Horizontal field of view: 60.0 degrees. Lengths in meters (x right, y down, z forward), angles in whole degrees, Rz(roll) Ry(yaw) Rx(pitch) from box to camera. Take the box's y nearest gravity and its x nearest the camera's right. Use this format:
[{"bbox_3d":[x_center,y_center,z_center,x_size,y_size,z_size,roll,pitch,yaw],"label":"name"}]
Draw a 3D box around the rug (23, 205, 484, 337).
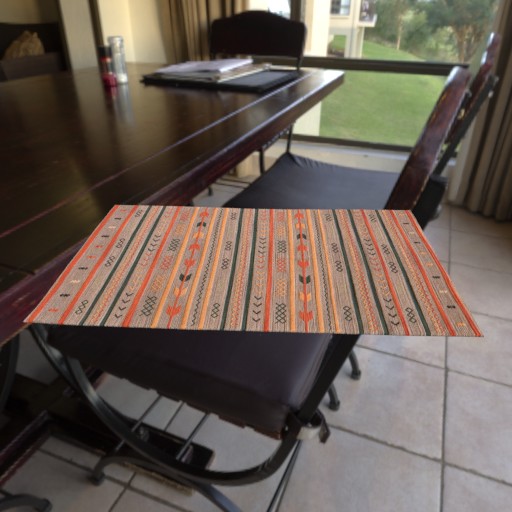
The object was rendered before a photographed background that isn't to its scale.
[{"bbox_3d":[0.000,0.000,2.991,2.439,0.029,1.537,1,31,2],"label":"rug"}]
